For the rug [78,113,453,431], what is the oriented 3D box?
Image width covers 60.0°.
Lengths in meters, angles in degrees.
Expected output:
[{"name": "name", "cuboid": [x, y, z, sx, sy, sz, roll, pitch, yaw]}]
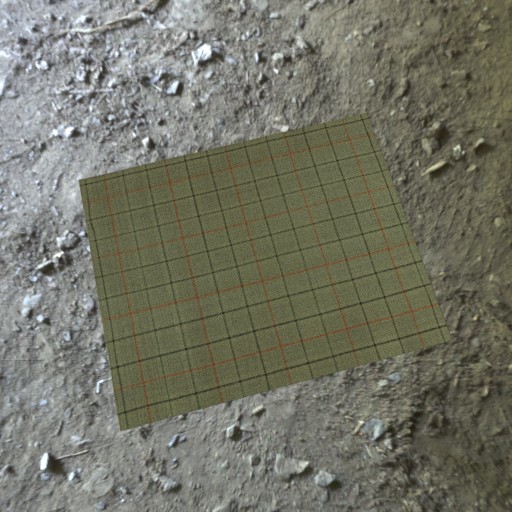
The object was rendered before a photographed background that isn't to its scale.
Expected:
[{"name": "rug", "cuboid": [0.000, 0.000, 4.232, 3.048, 0.012, 2.444, -14, 75, -4]}]
